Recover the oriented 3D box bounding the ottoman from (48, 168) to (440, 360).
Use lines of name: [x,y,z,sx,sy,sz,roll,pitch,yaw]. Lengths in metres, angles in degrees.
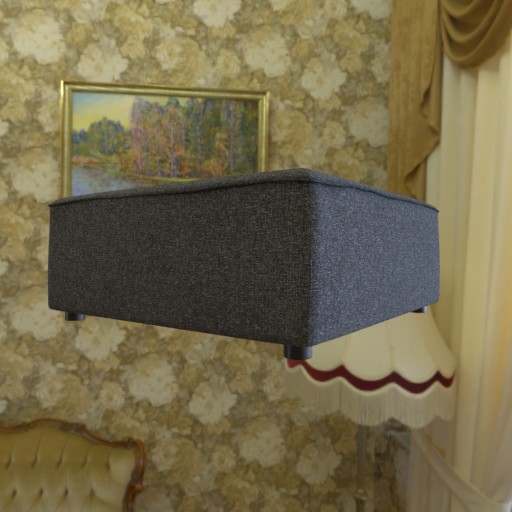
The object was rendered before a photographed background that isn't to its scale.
ottoman: [0.000,0.000,1.568,1.021,0.423,1.017,1,1,37]
